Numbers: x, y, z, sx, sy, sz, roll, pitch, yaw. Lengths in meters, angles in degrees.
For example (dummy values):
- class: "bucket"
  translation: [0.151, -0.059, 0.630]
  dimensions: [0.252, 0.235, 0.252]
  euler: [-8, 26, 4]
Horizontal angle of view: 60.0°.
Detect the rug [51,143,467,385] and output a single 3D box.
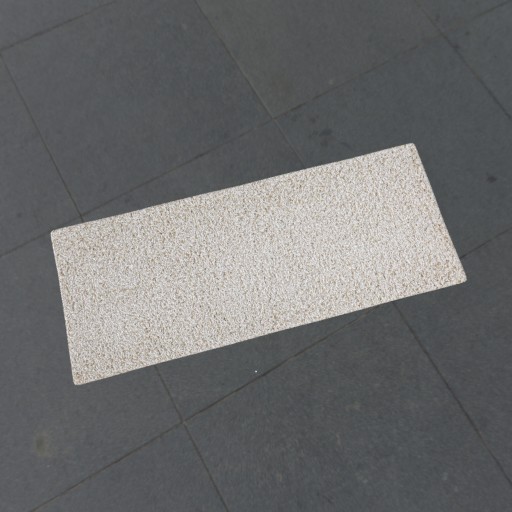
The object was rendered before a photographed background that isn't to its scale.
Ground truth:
- class: "rug"
  translation: [0.000, 0.000, 1.735]
  dimensions: [1.524, 0.030, 0.609]
  euler: [-14, 76, -4]
